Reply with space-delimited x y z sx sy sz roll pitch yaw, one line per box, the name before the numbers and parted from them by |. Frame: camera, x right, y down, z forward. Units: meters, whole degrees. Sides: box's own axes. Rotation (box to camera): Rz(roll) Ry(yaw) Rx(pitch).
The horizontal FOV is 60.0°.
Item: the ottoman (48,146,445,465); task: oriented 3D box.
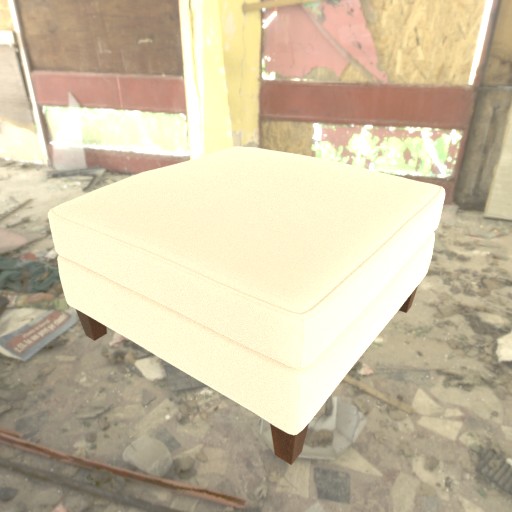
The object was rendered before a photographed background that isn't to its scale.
ottoman | 0.000 0.000 1.345 0.838 0.479 0.838 19 34 32
